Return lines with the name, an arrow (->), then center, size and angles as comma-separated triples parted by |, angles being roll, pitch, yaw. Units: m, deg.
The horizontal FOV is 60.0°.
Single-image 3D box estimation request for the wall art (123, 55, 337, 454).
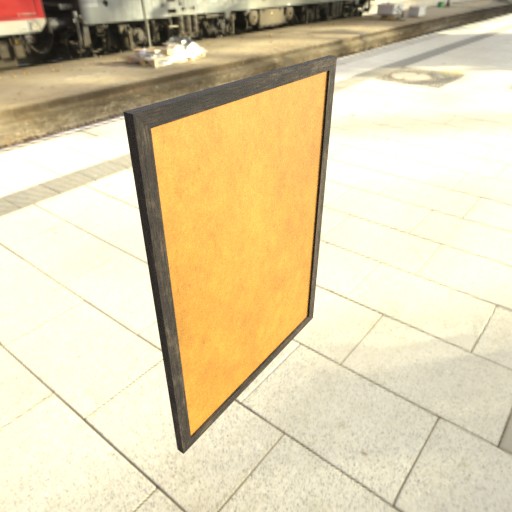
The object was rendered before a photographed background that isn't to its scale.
wall art -> 0.000, 0.000, 1.399 | 0.029, 1.066, 0.812 | 22, 39, 30
